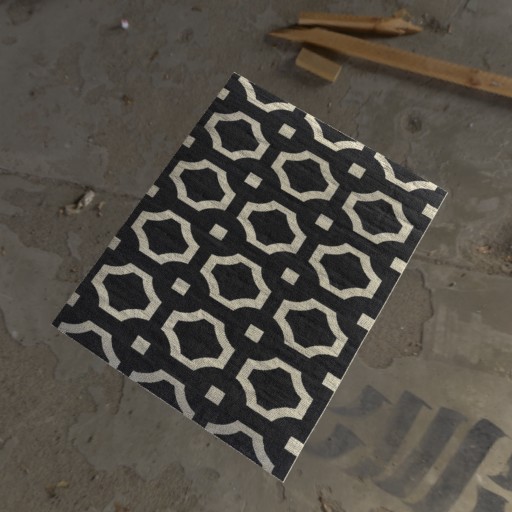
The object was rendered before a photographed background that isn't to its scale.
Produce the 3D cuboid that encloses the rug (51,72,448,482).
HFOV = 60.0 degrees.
[{"bbox_3d":[0.000,0.000,4.138,2.466,0.021,3.049,32,79,7],"label":"rug"}]
